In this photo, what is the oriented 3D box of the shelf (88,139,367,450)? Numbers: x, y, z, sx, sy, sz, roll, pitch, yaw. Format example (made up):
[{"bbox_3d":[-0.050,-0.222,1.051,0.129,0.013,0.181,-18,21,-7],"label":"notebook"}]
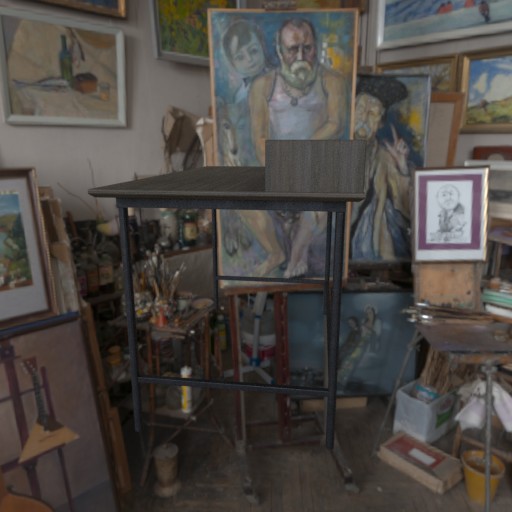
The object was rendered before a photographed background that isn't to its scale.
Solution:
[{"bbox_3d":[0.000,0.000,1.727,0.685,0.865,1.212,2,14,8],"label":"shelf"}]
